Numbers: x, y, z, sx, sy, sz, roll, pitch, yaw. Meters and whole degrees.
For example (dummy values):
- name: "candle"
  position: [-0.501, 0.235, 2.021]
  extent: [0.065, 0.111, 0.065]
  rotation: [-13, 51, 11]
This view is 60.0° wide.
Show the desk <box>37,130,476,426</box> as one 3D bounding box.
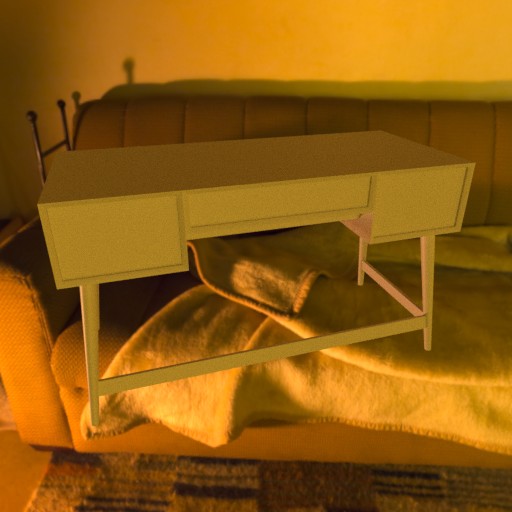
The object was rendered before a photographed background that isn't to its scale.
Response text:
- name: "desk"
  position: [0.000, 0.000, 1.687]
  extent: [1.313, 0.762, 0.589]
  rotation: [-8, 28, -16]
